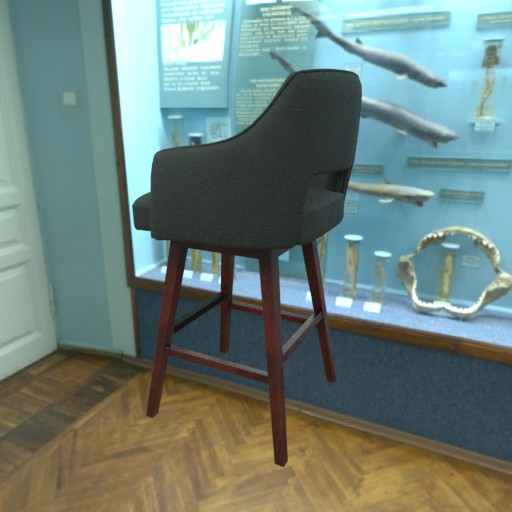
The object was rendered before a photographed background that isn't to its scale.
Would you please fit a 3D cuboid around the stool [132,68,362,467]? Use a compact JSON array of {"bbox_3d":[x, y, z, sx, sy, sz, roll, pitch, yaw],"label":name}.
[{"bbox_3d":[0.000,0.000,1.340,0.558,1.012,0.548,9,19,26],"label":"stool"}]
